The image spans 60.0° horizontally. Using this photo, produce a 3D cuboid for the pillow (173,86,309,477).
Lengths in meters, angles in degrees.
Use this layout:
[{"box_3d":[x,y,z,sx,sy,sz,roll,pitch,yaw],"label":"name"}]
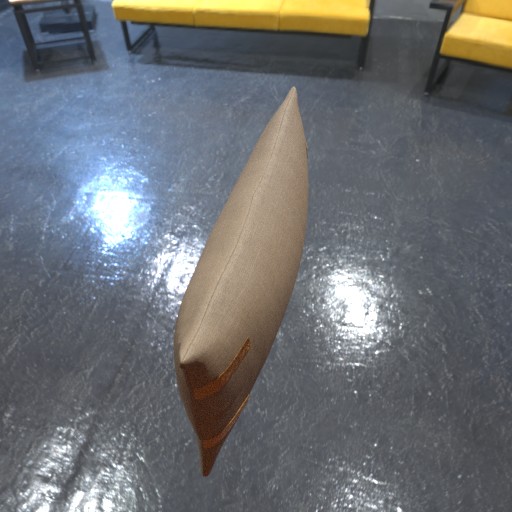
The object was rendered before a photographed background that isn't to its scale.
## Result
[{"box_3d":[0.000,0.000,0.737,0.148,0.308,0.612,10,47,10],"label":"pillow"}]
